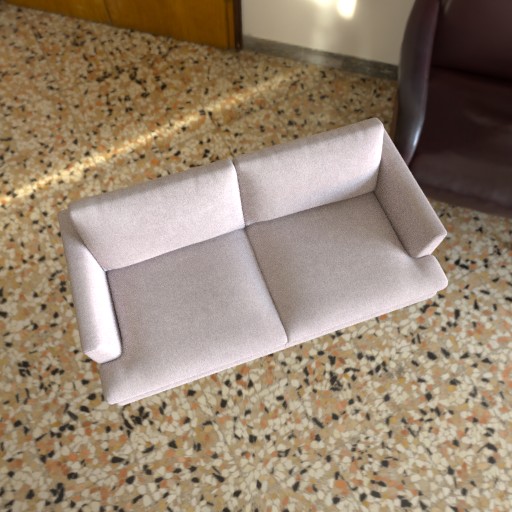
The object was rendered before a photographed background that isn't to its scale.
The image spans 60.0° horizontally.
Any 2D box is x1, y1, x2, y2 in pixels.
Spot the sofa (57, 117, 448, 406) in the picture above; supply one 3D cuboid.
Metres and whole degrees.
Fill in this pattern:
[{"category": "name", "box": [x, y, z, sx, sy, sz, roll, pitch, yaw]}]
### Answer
[{"category": "sofa", "box": [0.000, 0.000, 2.519, 1.948, 0.868, 1.020, -17, 66, -8]}]
